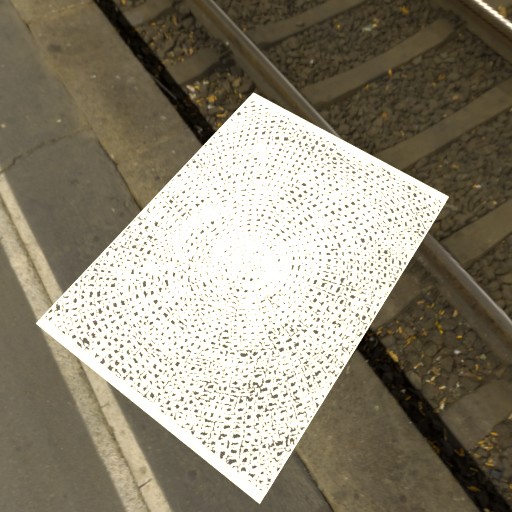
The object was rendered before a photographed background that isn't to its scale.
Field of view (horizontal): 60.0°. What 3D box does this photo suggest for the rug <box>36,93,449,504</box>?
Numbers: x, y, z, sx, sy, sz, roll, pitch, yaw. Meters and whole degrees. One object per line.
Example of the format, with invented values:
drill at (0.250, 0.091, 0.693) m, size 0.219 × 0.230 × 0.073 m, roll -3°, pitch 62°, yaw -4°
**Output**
rug at (0.000, 0.000, 2.065) m, size 1.190 × 0.003 × 1.634 m, roll 33°, pitch 69°, yaw 14°
